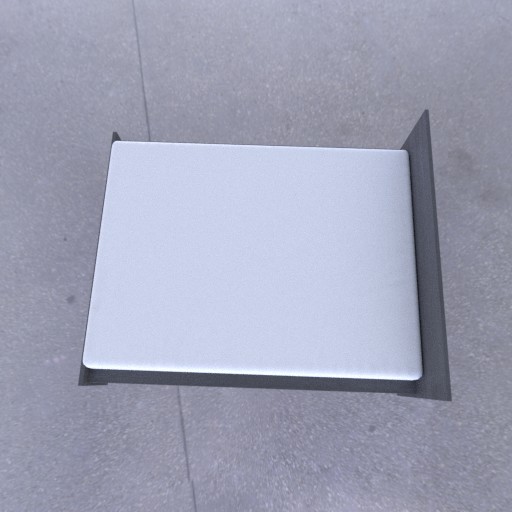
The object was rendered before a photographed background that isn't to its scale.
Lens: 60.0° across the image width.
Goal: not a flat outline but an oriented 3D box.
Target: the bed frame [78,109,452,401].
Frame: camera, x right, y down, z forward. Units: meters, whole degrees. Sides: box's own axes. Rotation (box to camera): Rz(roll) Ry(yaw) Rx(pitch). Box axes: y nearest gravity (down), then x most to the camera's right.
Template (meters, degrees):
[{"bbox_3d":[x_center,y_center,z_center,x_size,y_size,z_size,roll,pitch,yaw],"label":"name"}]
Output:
[{"bbox_3d":[0.000,0.000,2.763,1.960,0.800,1.622,2,74,1],"label":"bed frame"}]
